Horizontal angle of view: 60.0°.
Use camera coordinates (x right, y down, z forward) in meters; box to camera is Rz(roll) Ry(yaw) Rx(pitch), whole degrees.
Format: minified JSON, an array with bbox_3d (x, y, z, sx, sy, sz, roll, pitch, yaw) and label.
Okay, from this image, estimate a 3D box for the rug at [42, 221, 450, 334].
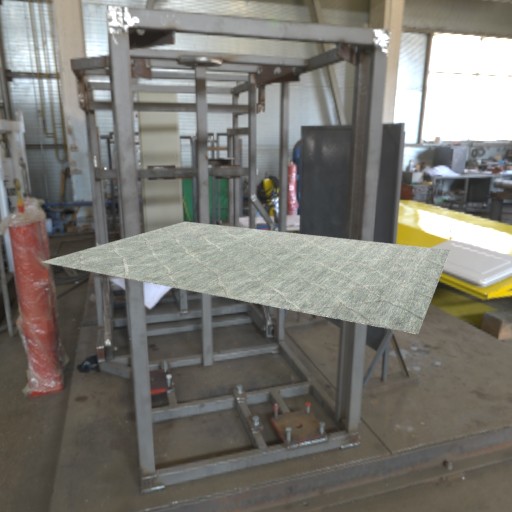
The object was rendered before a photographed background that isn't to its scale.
[{"bbox_3d":[0.000,0.000,2.969,2.283,0.006,1.521,8,17,26],"label":"rug"}]
